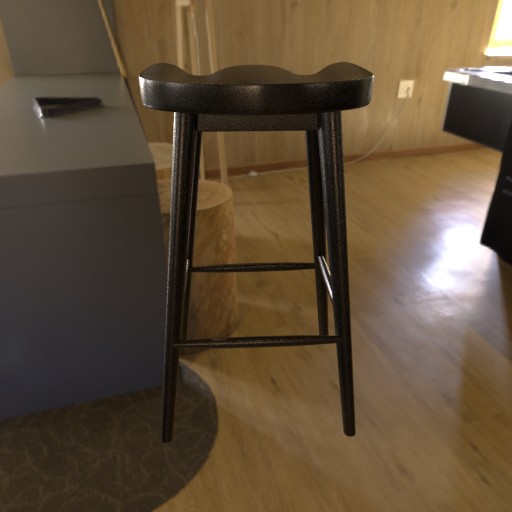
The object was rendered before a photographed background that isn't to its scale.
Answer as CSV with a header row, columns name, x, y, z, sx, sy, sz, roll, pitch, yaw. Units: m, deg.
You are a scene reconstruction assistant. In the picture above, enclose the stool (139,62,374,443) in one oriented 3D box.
name,x,y,z,sx,sy,sz,roll,pitch,yaw
stool,0.000,0.000,0.964,0.440,0.749,0.361,-1,30,-2
